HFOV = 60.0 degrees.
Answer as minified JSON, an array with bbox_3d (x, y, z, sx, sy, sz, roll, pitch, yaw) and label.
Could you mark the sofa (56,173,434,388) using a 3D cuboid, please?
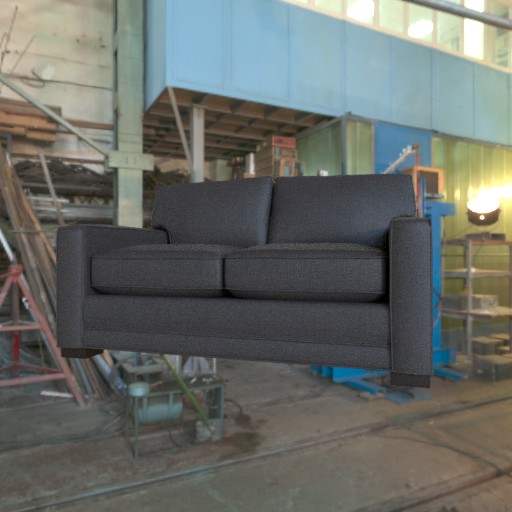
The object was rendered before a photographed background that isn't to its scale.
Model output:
[{"bbox_3d":[0.000,0.000,2.144,1.534,0.887,0.974,0,0,18],"label":"sofa"}]
